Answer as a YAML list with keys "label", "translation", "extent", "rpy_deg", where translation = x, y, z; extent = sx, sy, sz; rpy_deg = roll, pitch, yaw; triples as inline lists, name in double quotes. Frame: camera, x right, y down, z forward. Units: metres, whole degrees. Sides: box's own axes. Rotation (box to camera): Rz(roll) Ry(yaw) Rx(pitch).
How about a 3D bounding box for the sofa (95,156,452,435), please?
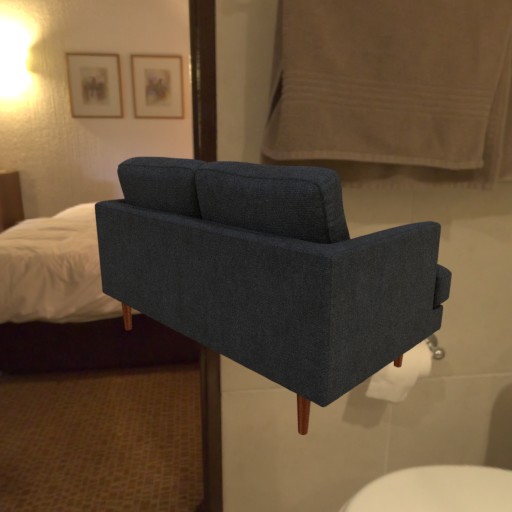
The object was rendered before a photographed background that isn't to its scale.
- label: "sofa"
  translation: [0.000, 0.000, 2.176]
  extent: [0.903, 0.944, 1.582]
  rpy_deg: [-14, 21, -43]
